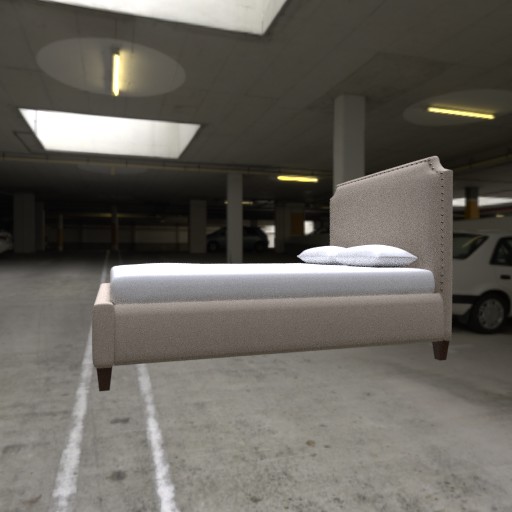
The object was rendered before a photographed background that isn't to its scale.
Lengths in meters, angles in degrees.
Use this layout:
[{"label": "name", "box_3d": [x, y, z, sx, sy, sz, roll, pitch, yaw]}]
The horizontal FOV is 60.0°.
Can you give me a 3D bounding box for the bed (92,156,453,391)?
[{"label": "bed", "box_3d": [0.000, 0.000, 3.504, 2.372, 1.443, 1.713, 0, 0, -18]}]
